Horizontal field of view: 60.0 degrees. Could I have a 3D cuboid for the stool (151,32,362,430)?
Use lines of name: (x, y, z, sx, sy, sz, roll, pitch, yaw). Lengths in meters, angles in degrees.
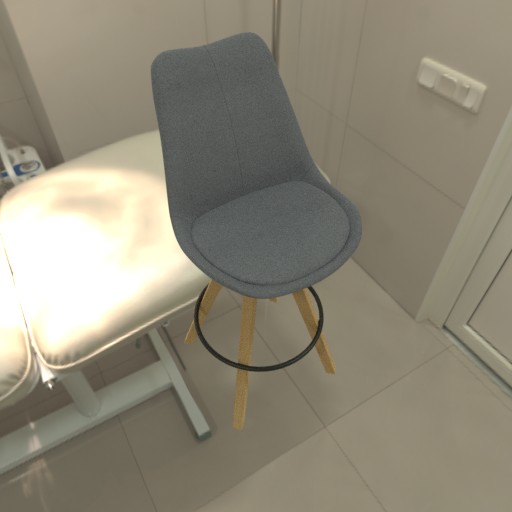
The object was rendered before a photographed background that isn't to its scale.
stool: (0.000, 0.000, 1.373, 0.485, 1.115, 0.550, -24, 51, -21)
